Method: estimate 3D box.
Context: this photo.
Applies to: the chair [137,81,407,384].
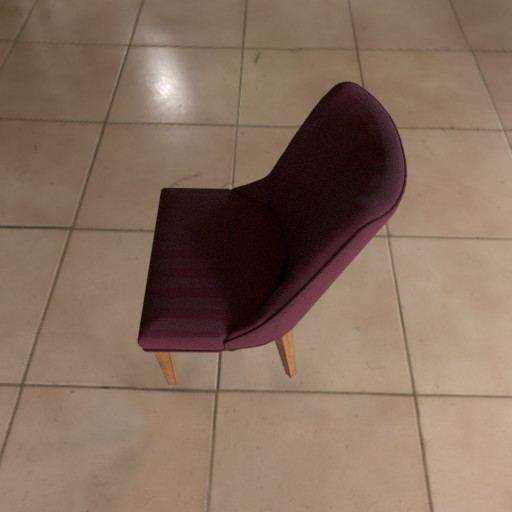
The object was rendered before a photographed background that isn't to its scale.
[{"bbox_3d":[0.000,0.000,1.319,0.638,0.916,0.548,0,58,0],"label":"chair"}]
